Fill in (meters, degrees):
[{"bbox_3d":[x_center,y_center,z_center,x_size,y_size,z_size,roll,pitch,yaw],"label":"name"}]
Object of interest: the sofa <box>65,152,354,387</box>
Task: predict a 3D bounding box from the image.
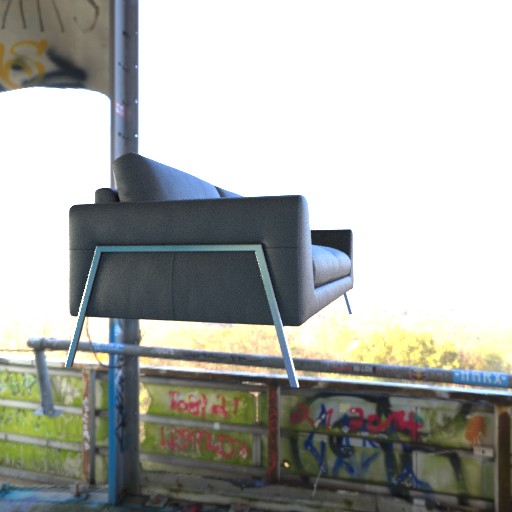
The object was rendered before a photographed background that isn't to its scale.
[{"bbox_3d":[0.000,0.000,2.549,0.953,0.875,2.017,0,0,17],"label":"sofa"}]
